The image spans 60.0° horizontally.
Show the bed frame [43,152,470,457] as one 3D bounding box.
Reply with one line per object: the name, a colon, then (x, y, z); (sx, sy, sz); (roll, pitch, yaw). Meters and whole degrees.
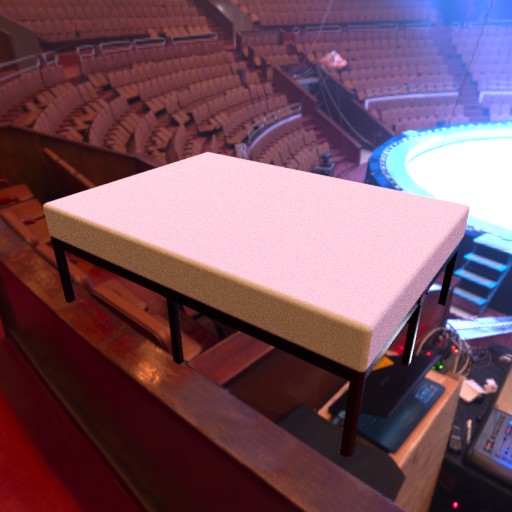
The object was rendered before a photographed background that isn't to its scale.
bed frame: (0.000, 0.000, 2.626); (1.956, 0.659, 1.408); (19, 33, 31)
